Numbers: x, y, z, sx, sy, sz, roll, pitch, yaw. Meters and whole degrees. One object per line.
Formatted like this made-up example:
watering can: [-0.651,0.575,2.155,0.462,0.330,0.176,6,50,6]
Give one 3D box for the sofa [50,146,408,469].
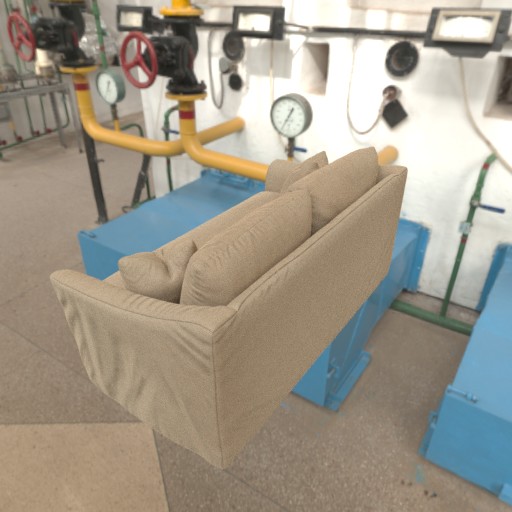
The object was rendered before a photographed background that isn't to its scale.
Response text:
sofa: [0.000,0.000,2.645,1.072,1.018,2.010,20,37,30]
